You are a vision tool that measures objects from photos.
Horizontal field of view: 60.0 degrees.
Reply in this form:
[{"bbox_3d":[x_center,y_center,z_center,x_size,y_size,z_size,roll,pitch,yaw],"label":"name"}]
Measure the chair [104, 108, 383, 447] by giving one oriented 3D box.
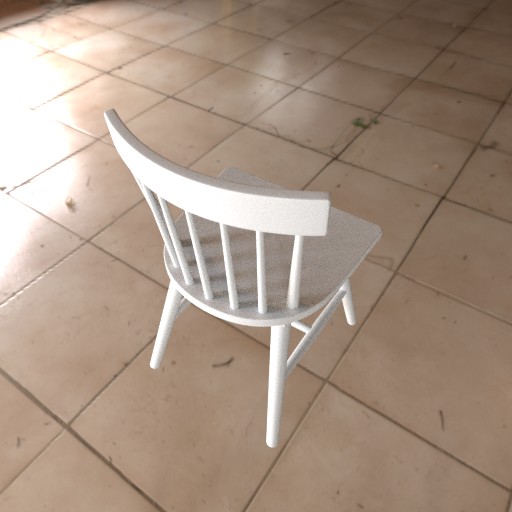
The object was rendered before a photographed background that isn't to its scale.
[{"bbox_3d":[0.000,0.000,1.112,0.483,0.787,0.500,26,51,23],"label":"chair"}]
